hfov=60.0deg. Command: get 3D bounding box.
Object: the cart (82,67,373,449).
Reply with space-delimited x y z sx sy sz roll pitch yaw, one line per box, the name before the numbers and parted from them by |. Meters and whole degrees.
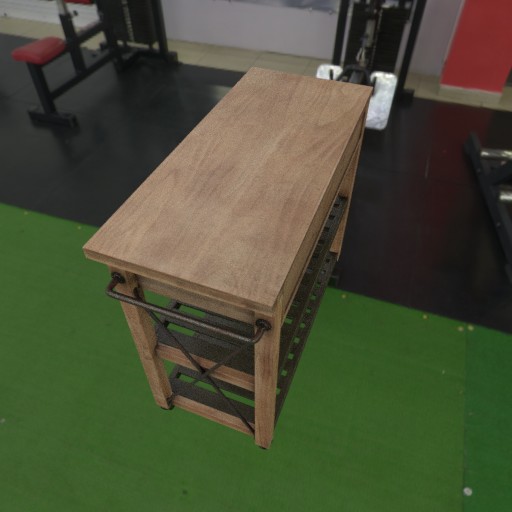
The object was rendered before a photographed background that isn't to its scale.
cart | 0.000 0.000 0.996 0.298 0.554 0.686 16 48 15
